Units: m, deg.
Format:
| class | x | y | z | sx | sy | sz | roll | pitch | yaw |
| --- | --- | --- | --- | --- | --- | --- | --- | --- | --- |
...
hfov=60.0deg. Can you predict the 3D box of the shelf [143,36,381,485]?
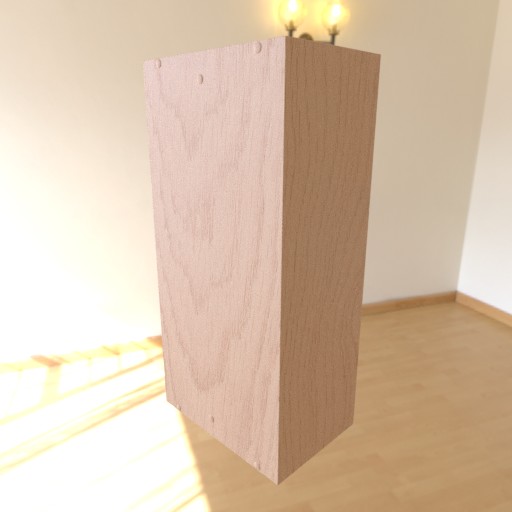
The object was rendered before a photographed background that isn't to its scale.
| class | x | y | z | sx | sy | sz | roll | pitch | yaw |
| --- | --- | --- | --- | --- | --- | --- | --- | --- | --- |
| shelf | 0.000 | 0.000 | 0.729 | 0.200 | 0.600 | 0.290 | -16 | 23 | -42 |
